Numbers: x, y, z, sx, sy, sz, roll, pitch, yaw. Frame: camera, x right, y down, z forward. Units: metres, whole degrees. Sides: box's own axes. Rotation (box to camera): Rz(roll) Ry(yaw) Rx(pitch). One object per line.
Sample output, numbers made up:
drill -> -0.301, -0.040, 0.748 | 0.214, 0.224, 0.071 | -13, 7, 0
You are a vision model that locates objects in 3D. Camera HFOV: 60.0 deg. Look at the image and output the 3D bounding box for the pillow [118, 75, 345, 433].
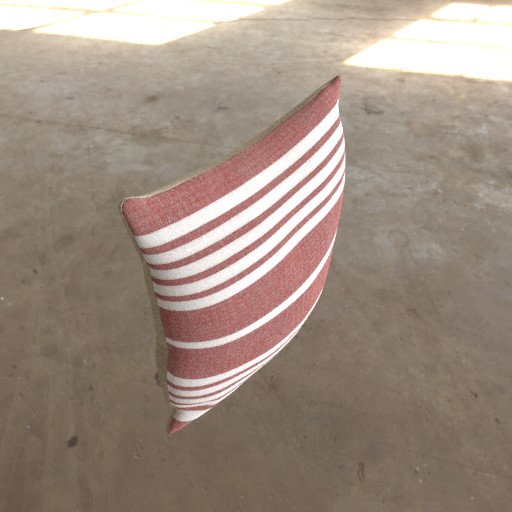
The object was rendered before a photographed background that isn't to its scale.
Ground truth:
pillow -> 0.000, 0.000, 0.669 | 0.182, 0.427, 0.439 | 26, 48, 26
